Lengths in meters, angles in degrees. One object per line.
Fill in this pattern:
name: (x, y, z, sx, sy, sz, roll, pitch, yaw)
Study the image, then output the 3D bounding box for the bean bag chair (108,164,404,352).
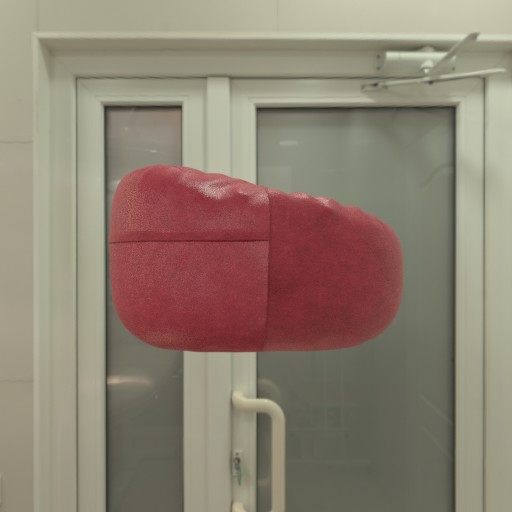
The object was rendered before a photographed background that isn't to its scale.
bean bag chair: (0.000, 0.000, 2.435, 1.524, 0.878, 1.524, 0, 0, 0)
